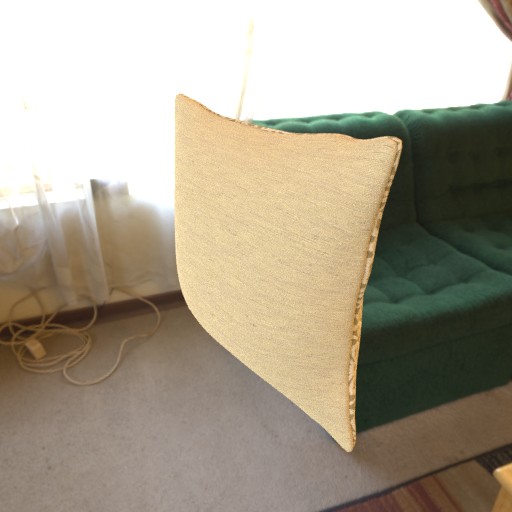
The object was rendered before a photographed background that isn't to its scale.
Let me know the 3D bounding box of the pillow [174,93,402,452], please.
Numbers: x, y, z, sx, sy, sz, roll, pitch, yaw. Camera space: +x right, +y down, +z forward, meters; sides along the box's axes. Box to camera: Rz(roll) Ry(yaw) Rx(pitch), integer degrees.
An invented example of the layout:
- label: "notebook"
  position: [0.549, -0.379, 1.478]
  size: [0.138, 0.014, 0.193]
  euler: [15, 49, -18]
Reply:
- label: "pillow"
  position: [0.000, 0.000, 0.655]
  size: [0.167, 0.421, 0.438]
  euler: [-19, 33, -32]
